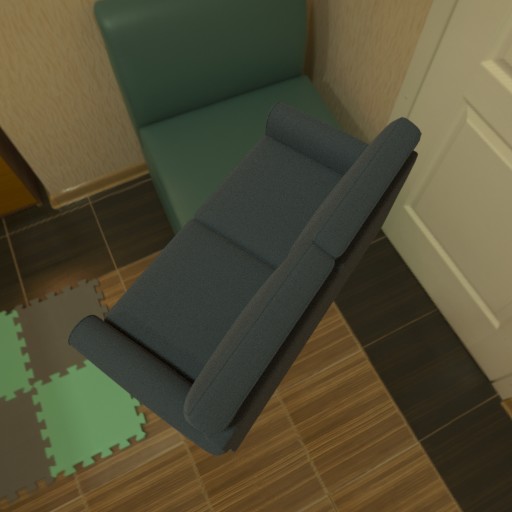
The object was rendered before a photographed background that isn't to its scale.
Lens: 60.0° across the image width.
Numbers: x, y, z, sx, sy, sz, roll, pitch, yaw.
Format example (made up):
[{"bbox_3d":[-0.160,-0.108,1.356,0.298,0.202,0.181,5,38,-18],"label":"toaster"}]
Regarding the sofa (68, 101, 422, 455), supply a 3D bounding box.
[{"bbox_3d":[0.000,0.000,2.492,0.940,1.020,1.930,32,68,15],"label":"sofa"}]
